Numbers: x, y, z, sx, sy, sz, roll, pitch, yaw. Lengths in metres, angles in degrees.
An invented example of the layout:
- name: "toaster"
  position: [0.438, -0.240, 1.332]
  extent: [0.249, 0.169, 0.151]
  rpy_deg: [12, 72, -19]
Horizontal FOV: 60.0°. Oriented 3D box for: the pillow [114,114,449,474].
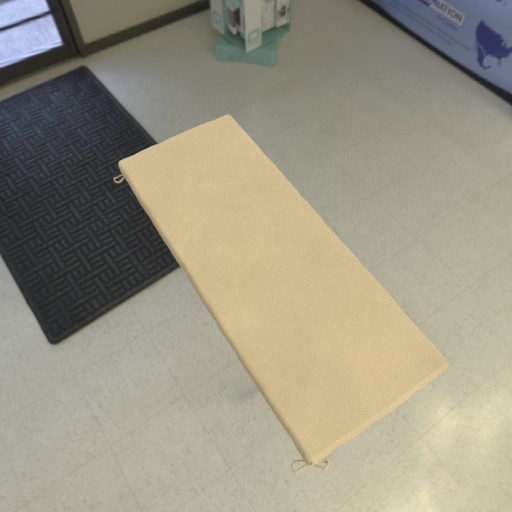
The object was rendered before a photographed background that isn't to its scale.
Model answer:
- name: "pillow"
  position: [0.000, 0.000, 1.368]
  extent: [0.492, 0.081, 1.187]
  rpy_deg: [-28, 63, -16]
